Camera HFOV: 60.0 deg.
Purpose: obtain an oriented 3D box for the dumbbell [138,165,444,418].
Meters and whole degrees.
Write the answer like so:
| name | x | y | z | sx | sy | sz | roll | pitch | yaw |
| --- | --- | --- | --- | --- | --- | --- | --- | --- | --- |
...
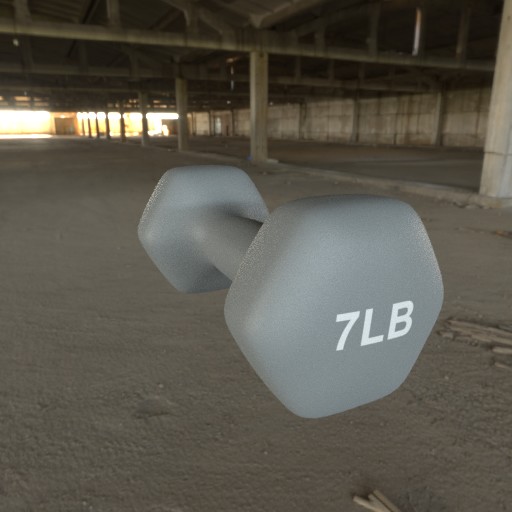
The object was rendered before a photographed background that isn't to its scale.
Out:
| name | x | y | z | sx | sy | sz | roll | pitch | yaw |
| --- | --- | --- | --- | --- | --- | --- | --- | --- | --- |
| dumbbell | 0.000 | 0.000 | 0.229 | 0.090 | 0.081 | 0.184 | -8 | 18 | -25 |
